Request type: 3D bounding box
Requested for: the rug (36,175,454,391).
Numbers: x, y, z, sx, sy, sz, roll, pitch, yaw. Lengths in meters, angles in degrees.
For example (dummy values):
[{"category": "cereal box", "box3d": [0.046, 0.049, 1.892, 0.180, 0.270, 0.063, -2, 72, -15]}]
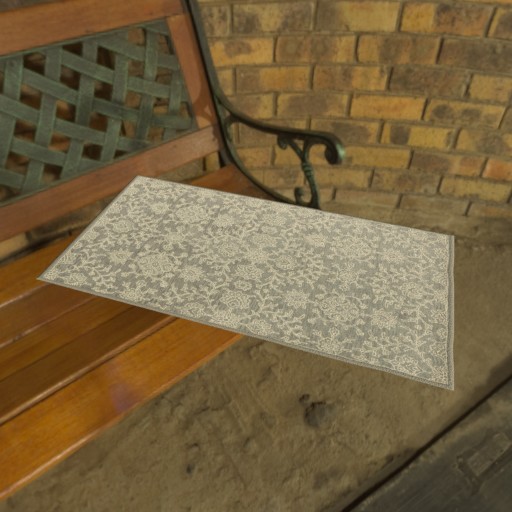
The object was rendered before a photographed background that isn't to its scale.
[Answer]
[{"category": "rug", "box3d": [0.000, 0.000, 3.592, 3.048, 0.011, 1.546, 13, 44, 13]}]
